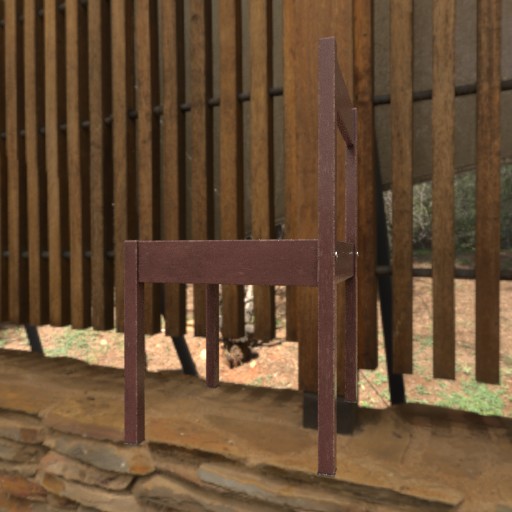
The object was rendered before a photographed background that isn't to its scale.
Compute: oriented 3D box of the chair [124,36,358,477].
[{"bbox_3d":[0.000,0.000,0.685,0.285,0.505,0.285,0,0,18],"label":"chair"}]
